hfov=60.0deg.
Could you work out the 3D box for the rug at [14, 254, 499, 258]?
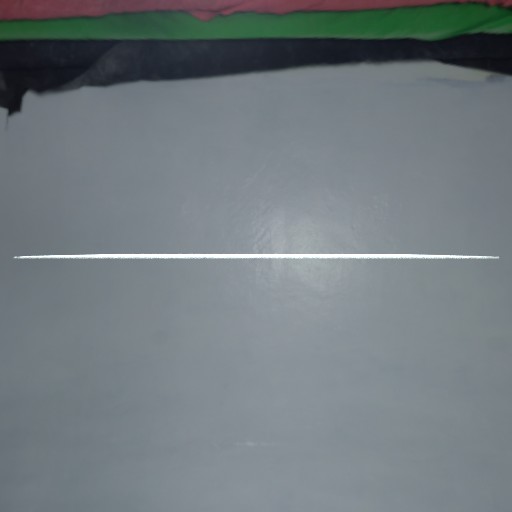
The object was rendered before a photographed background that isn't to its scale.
[{"bbox_3d":[0.000,0.000,2.979,2.457,0.009,1.512,0,1,2],"label":"rug"}]
